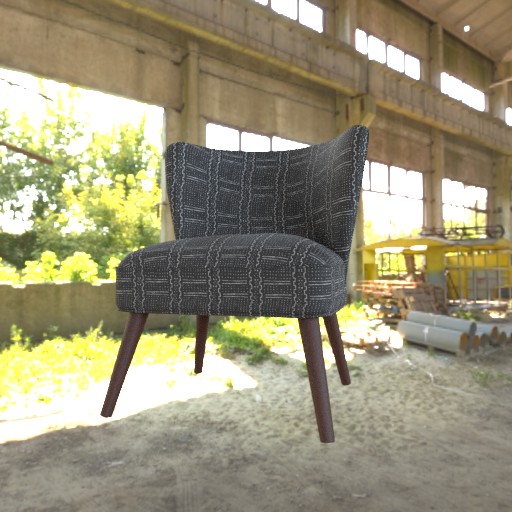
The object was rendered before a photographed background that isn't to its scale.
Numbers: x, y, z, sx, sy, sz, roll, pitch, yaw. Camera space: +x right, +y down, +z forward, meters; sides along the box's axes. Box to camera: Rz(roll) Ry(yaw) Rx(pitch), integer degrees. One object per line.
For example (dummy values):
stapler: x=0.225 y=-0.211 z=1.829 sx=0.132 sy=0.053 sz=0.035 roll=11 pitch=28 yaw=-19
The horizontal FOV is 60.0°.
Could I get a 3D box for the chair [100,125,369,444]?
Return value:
chair: x=0.000 y=0.000 z=1.430 sx=0.710 sy=0.866 sz=0.758 roll=-1 pitch=-2 yaw=18
